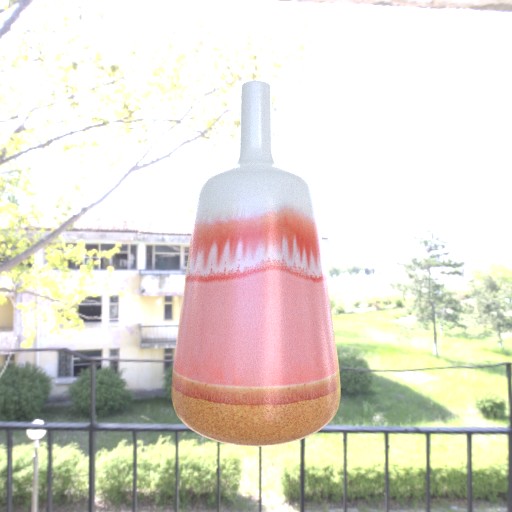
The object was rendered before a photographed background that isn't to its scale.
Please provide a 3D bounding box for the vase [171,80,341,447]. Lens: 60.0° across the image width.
[{"bbox_3d":[0.000,0.000,0.387,0.144,0.296,0.144,0,-1,0],"label":"vase"}]
